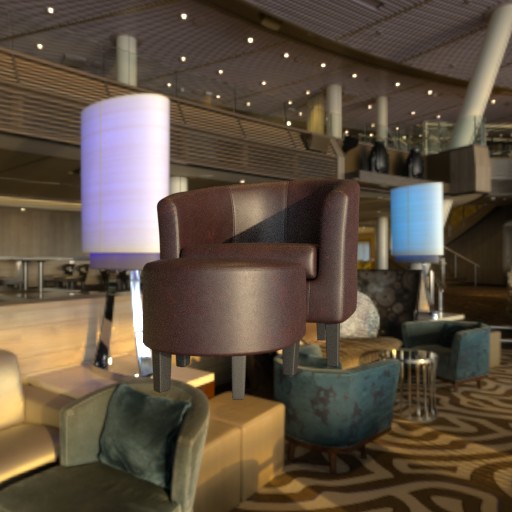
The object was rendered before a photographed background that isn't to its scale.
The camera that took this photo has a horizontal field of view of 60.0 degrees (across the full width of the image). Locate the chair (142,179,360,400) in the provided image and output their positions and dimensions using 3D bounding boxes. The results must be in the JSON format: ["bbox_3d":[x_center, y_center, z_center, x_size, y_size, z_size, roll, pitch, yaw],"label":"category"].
[{"bbox_3d":[0.000,0.000,1.680,0.737,0.755,1.176,0,0,18],"label":"chair"}]
